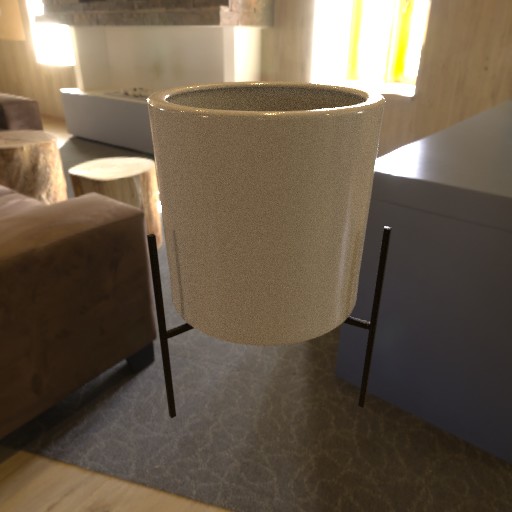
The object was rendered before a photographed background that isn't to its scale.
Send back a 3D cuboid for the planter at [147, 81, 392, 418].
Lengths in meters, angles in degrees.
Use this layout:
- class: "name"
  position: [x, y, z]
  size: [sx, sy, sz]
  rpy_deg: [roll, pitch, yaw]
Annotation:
- class: "planter"
  position: [0.000, 0.000, 0.624]
  size: [0.308, 0.431, 0.307]
  rpy_deg: [-19, 33, -32]
